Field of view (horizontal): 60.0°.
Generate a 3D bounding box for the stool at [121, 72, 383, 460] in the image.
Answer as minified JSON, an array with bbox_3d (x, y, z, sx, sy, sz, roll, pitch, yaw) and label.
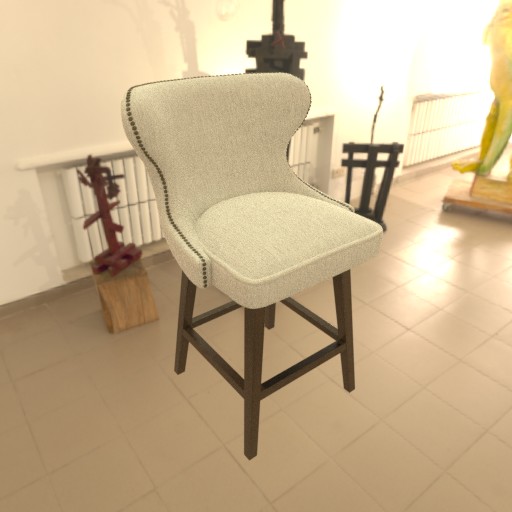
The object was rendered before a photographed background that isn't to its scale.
[{"bbox_3d":[0.000,0.000,1.348,0.615,0.972,0.597,-20,35,-32],"label":"stool"}]
